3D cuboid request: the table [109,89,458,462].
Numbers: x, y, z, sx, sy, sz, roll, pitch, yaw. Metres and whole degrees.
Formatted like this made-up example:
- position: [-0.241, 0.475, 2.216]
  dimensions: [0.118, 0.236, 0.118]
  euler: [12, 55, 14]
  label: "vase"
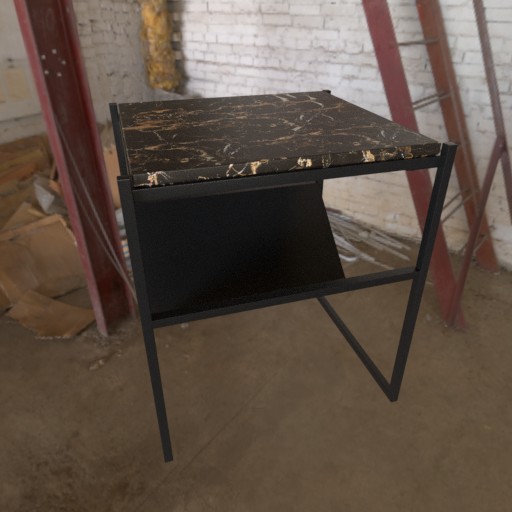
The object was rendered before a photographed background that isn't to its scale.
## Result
- position: [0.000, 0.000, 0.884]
  dimensions: [0.469, 0.534, 0.432]
  euler: [-9, 32, -15]
  label: "table"
